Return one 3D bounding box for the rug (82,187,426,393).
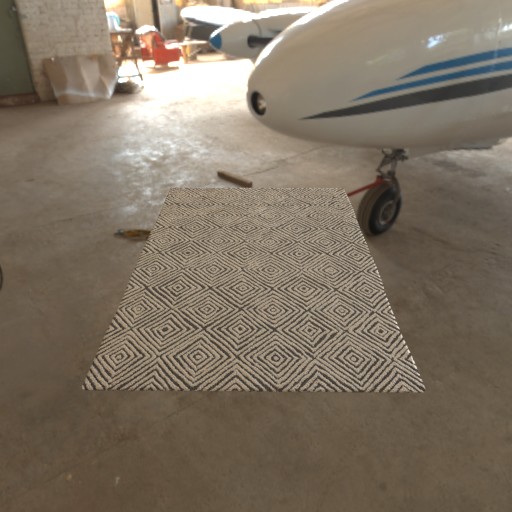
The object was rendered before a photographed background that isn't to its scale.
[{"bbox_3d":[0.000,0.000,2.245,1.177,0.004,1.750,0,32,0],"label":"rug"}]
